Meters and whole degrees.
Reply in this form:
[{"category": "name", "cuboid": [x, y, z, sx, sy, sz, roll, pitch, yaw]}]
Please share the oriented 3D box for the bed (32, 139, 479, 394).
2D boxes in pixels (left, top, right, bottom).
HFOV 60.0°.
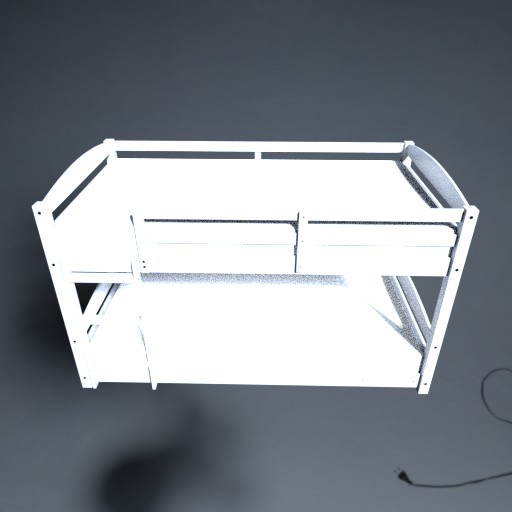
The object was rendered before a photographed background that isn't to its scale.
[{"category": "bed", "cuboid": [0.000, 0.000, 2.722, 2.013, 1.206, 1.105, 1, 31, 1]}]
